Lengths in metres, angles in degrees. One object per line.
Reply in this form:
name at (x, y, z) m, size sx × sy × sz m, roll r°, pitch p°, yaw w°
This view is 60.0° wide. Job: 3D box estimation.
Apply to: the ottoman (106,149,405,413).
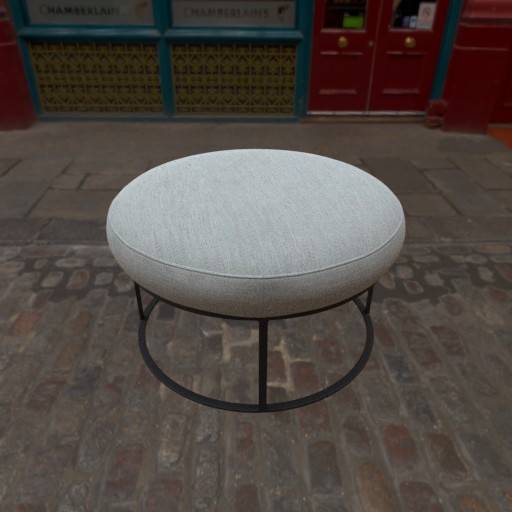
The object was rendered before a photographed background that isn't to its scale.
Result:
ottoman at (0.000, 0.000, 1.249) m, size 0.769 × 0.459 × 0.769 m, roll 0°, pitch 30°, yaw 0°
